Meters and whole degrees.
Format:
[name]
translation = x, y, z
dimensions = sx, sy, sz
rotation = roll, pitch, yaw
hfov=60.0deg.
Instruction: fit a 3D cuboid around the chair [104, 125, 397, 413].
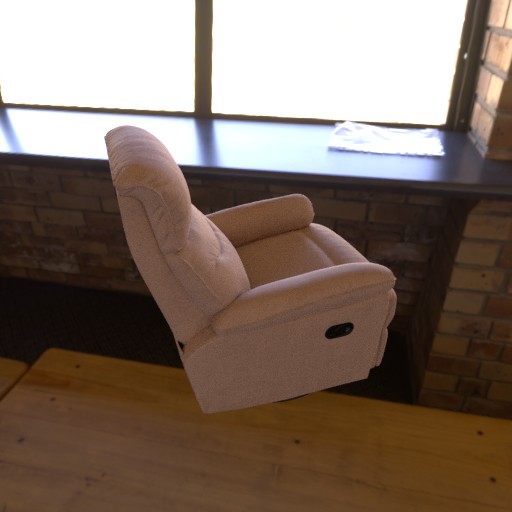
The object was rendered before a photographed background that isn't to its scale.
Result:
[chair]
translation = 0.000, 0.000, 1.794
dimensions = 1.004, 1.037, 0.820
rotation = -10, 32, -17
